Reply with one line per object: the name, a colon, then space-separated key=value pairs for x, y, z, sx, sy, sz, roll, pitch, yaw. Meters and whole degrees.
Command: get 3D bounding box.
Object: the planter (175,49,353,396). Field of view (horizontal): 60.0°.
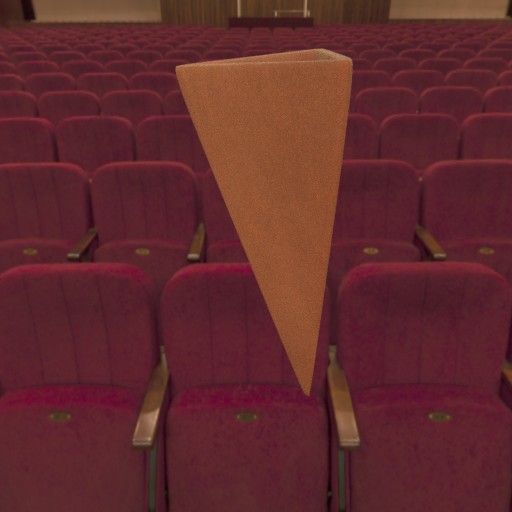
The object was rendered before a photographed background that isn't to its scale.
planter: x=0.000 y=0.000 z=0.269 sx=0.081 sy=0.224 sz=0.101 roll=0 pitch=27 yaw=1
